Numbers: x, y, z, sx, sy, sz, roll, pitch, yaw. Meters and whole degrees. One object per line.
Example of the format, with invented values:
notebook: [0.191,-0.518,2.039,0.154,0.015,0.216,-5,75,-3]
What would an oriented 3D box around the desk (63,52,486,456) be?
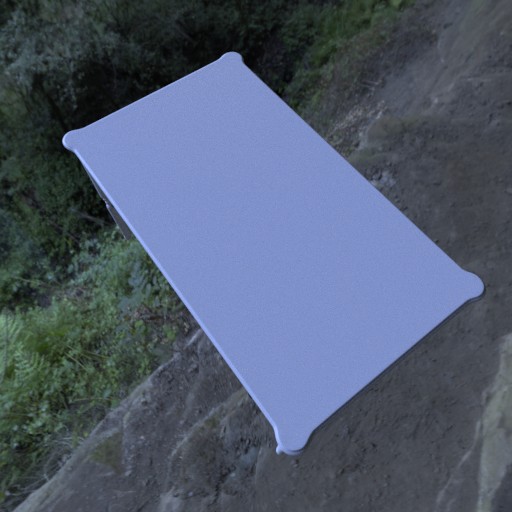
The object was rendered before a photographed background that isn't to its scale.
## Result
desk: [0.000,0.000,1.843,0.807,0.762,1.380,-34,68,-16]
